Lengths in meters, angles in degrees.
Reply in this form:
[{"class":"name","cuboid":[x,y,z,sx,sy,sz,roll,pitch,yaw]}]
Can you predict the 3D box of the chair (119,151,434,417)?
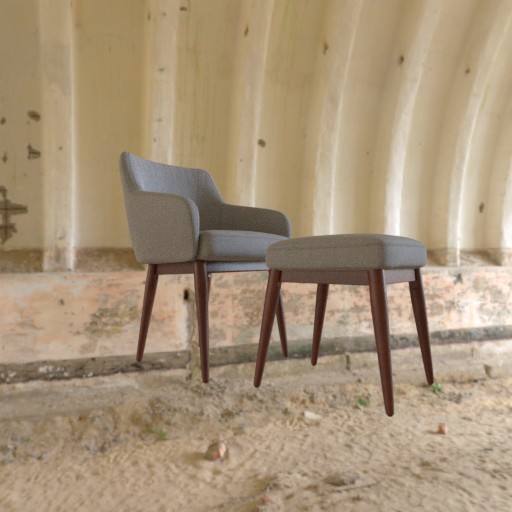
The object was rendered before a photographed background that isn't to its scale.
[{"class":"chair","cuboid":[0.000,0.000,1.560,1.107,0.799,0.584,0,-1,37]}]
